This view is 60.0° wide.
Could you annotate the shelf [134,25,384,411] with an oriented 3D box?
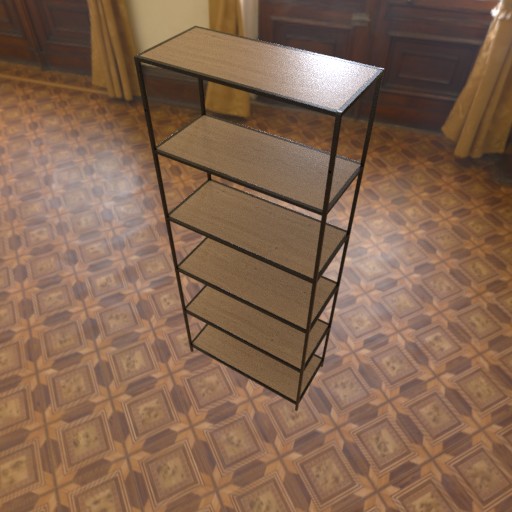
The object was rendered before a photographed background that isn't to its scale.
[{"bbox_3d":[0.000,0.000,2.142,0.770,1.850,0.350,24,50,21],"label":"shelf"}]
